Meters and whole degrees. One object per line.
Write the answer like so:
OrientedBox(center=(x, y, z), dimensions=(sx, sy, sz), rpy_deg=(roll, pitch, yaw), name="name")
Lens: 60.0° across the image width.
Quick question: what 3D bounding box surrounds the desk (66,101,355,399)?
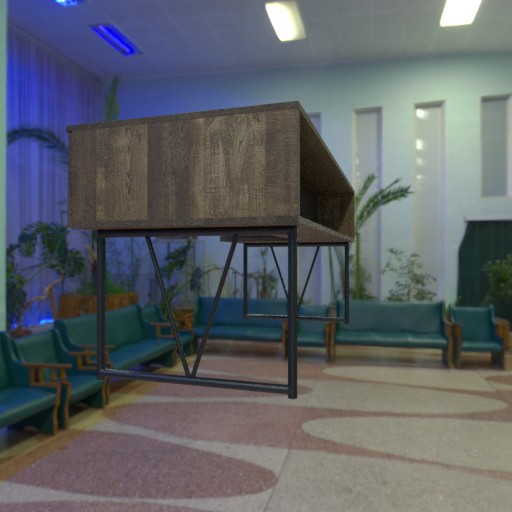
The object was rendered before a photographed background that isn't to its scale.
OrientedBox(center=(0.000, 0.000, 1.989), dimensions=(0.730, 0.780, 1.600), rpy_deg=(0, 0, 17), name="desk")
